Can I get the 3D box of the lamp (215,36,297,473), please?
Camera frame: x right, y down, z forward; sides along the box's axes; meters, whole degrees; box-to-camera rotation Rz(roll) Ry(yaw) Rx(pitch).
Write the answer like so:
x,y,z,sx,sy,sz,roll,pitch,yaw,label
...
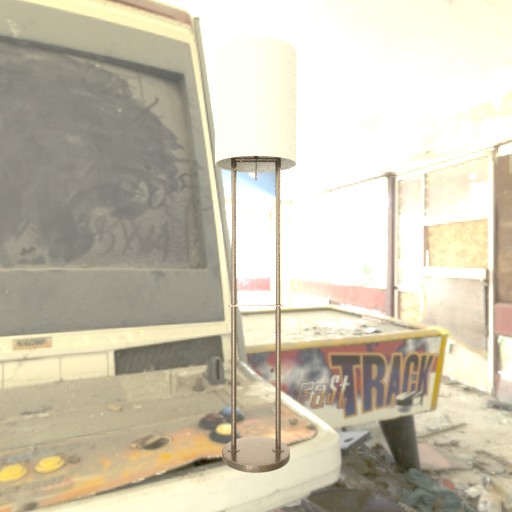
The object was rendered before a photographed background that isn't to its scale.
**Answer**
x,y,z,sx,sy,sz,roll,pitch,yaw,label
0.000,0.000,1.659,0.306,1.500,0.305,0,0,0,lamp
